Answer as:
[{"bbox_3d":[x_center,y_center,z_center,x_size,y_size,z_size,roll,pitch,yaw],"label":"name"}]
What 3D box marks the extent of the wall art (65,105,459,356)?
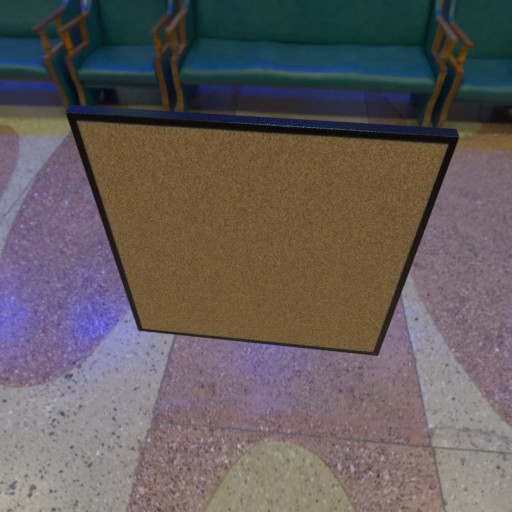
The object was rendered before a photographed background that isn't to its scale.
[{"bbox_3d":[0.000,0.000,0.521,0.349,0.349,0.014,5,46,5],"label":"wall art"}]
